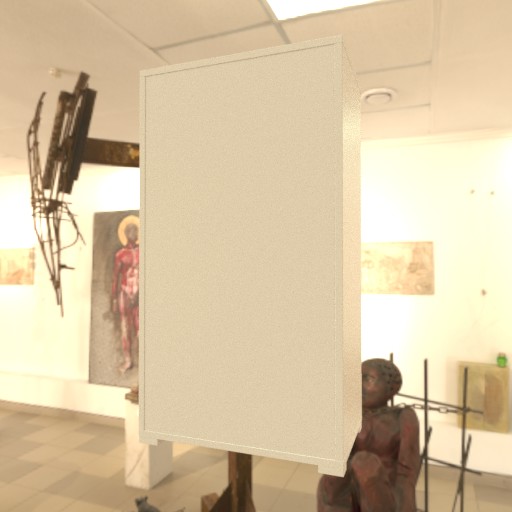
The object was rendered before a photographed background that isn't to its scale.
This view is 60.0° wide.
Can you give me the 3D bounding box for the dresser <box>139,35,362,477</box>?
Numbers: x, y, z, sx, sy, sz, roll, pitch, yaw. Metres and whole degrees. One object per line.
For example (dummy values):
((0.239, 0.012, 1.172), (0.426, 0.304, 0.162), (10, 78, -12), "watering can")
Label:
((0.000, 0.000, 1.492), (0.650, 1.190, 0.400), (0, -1, 21), "dresser")
